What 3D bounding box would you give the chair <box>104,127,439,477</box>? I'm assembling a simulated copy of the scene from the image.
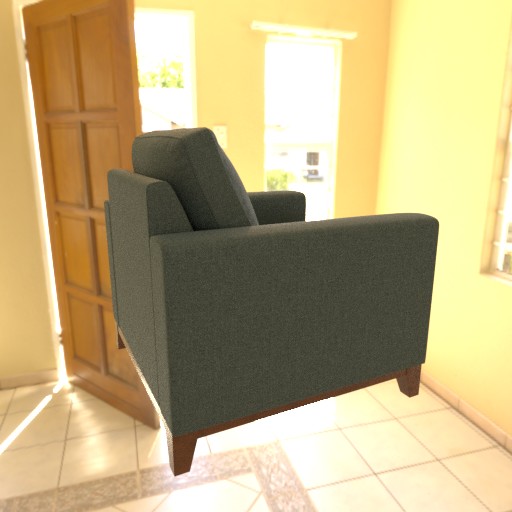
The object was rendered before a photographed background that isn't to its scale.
[{"bbox_3d":[0.000,0.000,1.839,1.038,1.010,1.024,-7,16,-26],"label":"chair"}]
